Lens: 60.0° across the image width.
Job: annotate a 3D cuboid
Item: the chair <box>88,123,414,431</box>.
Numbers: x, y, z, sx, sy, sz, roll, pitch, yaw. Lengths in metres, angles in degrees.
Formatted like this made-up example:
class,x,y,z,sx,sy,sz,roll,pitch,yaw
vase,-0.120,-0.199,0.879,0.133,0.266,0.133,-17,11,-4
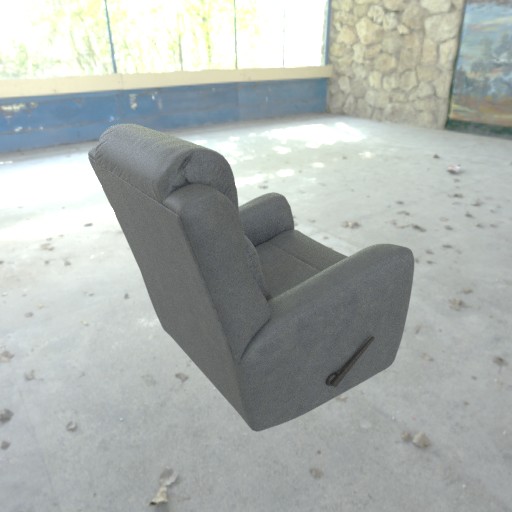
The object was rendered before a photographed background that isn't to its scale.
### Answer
class,x,y,z,sx,sy,sz,roll,pitch,yaw
chair,0.000,0.000,1.917,1.068,1.116,0.967,-17,30,-31
